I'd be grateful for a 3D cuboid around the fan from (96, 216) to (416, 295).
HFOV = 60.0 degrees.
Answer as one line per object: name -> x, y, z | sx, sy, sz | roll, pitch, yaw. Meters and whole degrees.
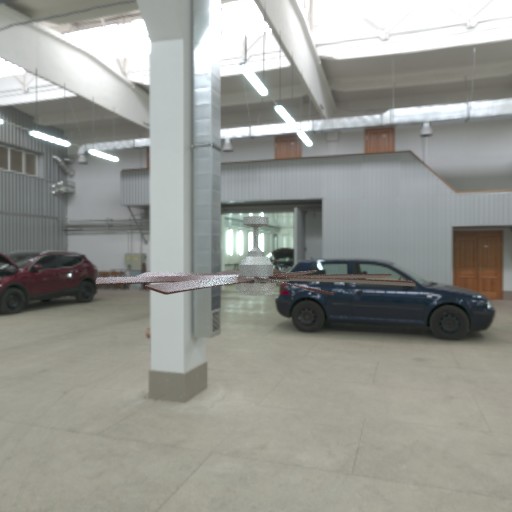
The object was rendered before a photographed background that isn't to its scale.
fan -> 0.000, 0.000, 2.689 | 1.830, 0.472, 1.830 | 0, 1, -17
